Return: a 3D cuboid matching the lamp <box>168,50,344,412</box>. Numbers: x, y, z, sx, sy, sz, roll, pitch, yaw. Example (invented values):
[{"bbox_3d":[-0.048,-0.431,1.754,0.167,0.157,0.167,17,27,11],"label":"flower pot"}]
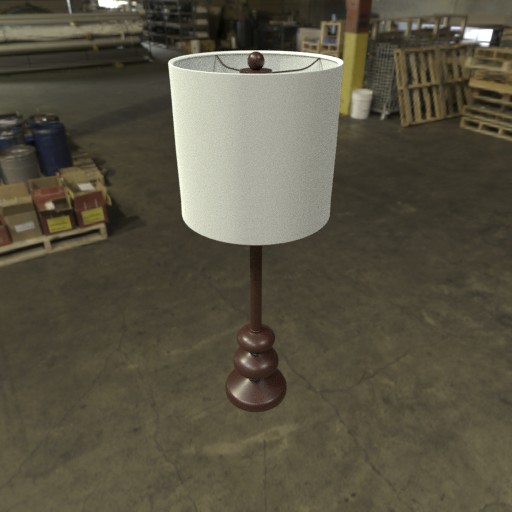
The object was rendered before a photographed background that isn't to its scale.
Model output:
[{"bbox_3d":[0.000,0.000,0.819,0.254,0.690,0.254,-18,35,-28],"label":"lamp"}]
